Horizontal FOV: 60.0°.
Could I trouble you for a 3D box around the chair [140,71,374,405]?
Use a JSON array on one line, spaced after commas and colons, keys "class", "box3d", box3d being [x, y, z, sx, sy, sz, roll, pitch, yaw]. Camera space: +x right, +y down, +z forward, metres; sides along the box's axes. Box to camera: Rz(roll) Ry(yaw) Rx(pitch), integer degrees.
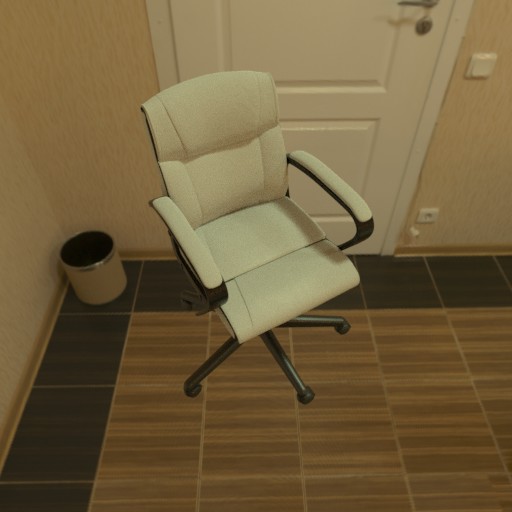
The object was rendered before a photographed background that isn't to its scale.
[{"class": "chair", "box3d": [0.000, 0.000, 1.527, 0.739, 1.004, 0.717, -23, 50, -20]}]
